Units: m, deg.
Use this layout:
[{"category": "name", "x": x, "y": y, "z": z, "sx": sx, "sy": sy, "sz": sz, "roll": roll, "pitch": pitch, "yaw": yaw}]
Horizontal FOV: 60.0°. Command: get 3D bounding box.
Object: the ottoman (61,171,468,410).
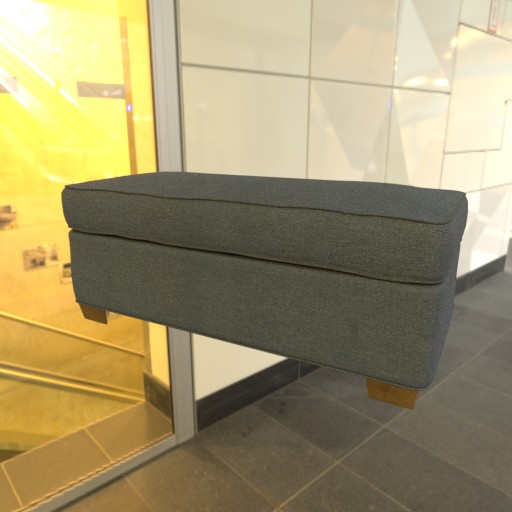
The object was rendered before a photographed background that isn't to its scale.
[{"category": "ottoman", "x": 0.000, "y": 0.000, "z": 1.342, "sx": 1.110, "sy": 0.460, "sz": 0.515, "roll": 8, "pitch": 18, "yaw": 27}]
